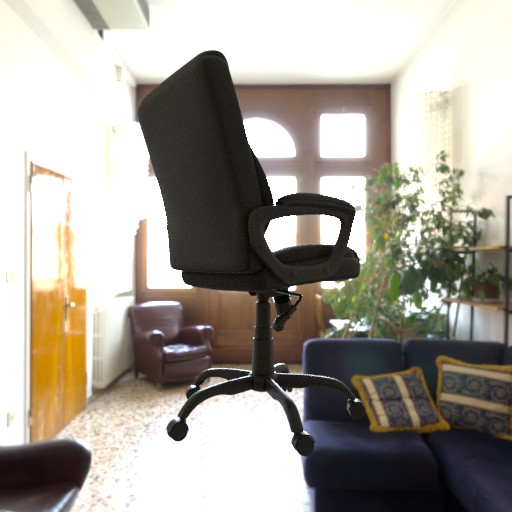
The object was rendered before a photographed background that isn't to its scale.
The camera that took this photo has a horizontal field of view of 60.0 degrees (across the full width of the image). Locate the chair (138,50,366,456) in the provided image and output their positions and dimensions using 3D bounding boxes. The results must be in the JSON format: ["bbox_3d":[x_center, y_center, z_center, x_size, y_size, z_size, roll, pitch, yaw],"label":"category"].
[{"bbox_3d":[0.000,0.000,1.458,0.655,1.072,0.615,1,-1,-36],"label":"chair"}]
